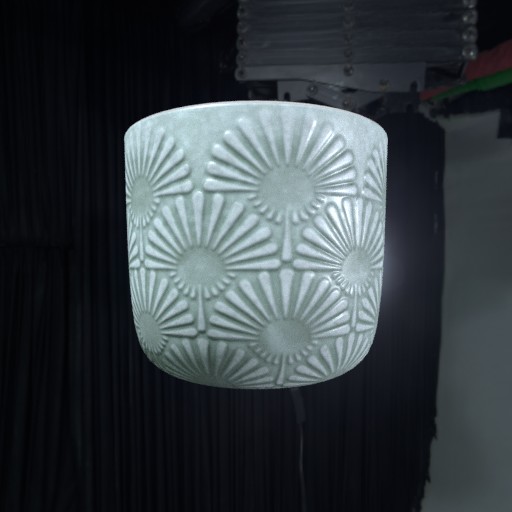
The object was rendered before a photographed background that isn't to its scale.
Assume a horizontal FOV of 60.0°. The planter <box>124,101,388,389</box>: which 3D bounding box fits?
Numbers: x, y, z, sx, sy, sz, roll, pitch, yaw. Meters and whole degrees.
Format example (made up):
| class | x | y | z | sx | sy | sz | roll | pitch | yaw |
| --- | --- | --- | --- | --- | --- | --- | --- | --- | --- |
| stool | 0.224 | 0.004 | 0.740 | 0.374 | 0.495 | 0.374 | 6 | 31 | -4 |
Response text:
| class | x | y | z | sx | sy | sz | roll | pitch | yaw |
| --- | --- | --- | --- | --- | --- | --- | --- | --- | --- |
| planter | 0.000 | 0.000 | 0.217 | 0.124 | 0.109 | 0.124 | 0 | -1 | 0 |
